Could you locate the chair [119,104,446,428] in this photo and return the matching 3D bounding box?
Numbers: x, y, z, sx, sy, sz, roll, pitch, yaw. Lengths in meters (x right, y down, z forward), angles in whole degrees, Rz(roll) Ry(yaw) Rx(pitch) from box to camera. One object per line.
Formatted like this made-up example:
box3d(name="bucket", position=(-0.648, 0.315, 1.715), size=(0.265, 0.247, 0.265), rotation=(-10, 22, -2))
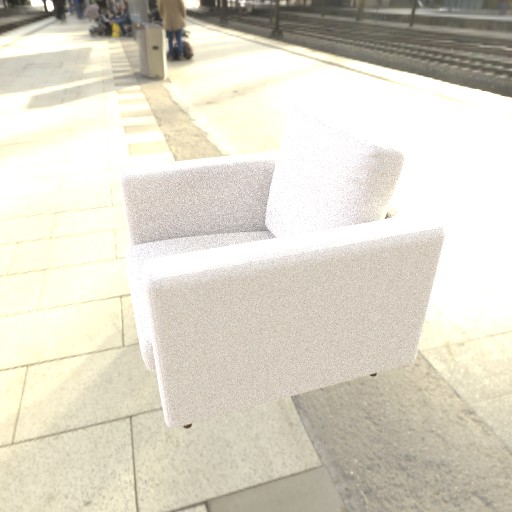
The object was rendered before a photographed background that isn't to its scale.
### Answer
box3d(name="chair", position=(0.000, 0.000, 1.563), size=(0.879, 0.899, 0.831), rotation=(-10, 32, -16))
